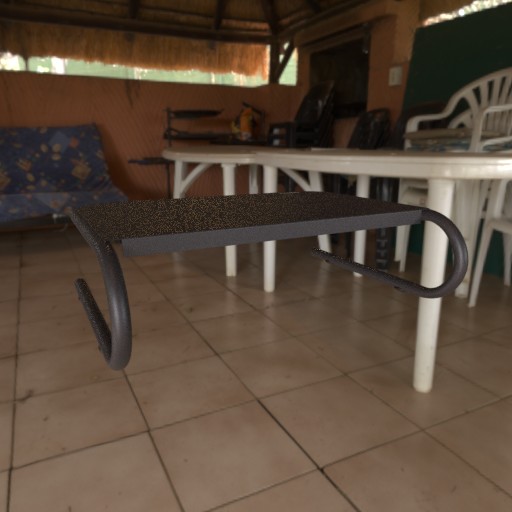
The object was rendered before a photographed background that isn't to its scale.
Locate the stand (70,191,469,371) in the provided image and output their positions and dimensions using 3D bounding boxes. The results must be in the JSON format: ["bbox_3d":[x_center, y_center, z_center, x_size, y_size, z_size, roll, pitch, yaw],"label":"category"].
[{"bbox_3d":[0.000,0.000,0.508,0.370,0.108,0.280,-8,16,-27],"label":"stand"}]
